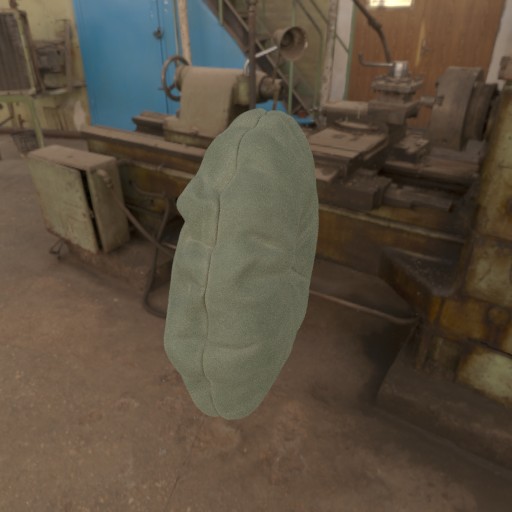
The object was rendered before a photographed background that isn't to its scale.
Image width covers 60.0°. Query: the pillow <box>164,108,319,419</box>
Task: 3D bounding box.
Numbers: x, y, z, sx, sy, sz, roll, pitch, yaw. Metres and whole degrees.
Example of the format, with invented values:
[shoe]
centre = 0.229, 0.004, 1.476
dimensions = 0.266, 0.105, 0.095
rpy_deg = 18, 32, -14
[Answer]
[pillow]
centre = 0.000, 0.000, 0.648
dimensions = 0.148, 0.407, 0.428
rpy_deg = 8, 31, 13
